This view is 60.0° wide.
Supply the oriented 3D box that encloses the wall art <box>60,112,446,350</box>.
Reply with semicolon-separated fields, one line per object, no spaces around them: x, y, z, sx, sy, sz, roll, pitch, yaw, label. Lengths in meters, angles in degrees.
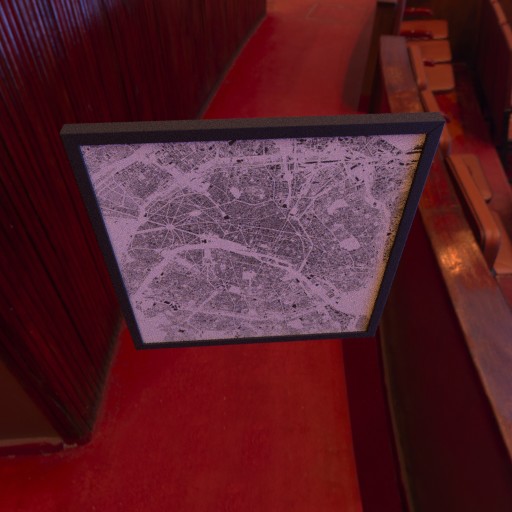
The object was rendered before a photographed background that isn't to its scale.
0.000;0.000;1.157;0.763;0.763;0.037;-3;46;-3;wall art
